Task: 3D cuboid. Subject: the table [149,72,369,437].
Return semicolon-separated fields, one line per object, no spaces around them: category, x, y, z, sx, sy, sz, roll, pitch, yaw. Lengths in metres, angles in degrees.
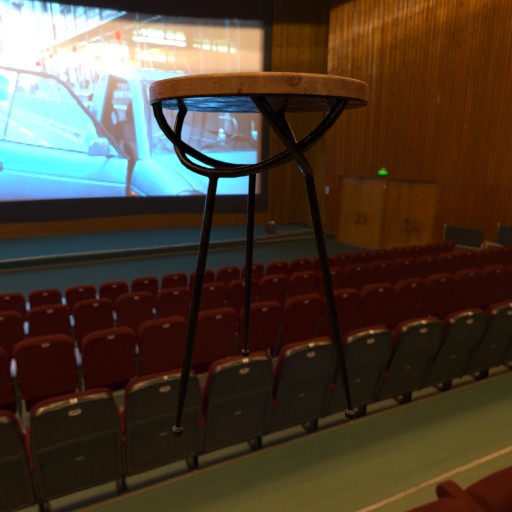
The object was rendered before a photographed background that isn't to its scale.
table;0.000;0.000;0.930;0.418;0.664;0.414;-7;16;-25
